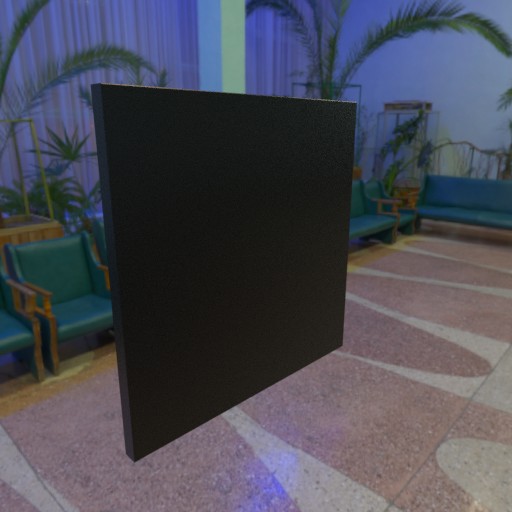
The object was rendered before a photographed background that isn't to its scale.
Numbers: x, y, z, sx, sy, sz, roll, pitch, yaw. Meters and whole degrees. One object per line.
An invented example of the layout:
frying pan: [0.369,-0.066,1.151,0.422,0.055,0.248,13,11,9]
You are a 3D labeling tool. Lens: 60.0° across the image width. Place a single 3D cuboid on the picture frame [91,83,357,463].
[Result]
picture frame: [0.000,0.000,0.816,0.559,0.557,0.029,-15,22,-42]
